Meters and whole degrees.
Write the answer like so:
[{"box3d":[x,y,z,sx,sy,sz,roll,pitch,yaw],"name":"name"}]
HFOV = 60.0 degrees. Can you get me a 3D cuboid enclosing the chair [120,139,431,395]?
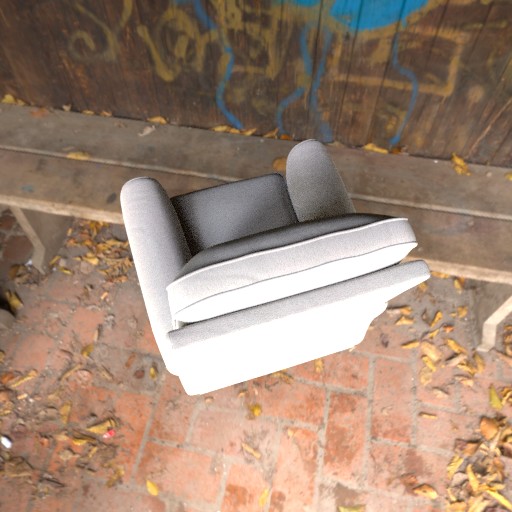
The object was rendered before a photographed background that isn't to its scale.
[{"box3d":[0.000,0.000,1.666,0.890,0.960,0.878,-15,58,-10],"name":"chair"}]
